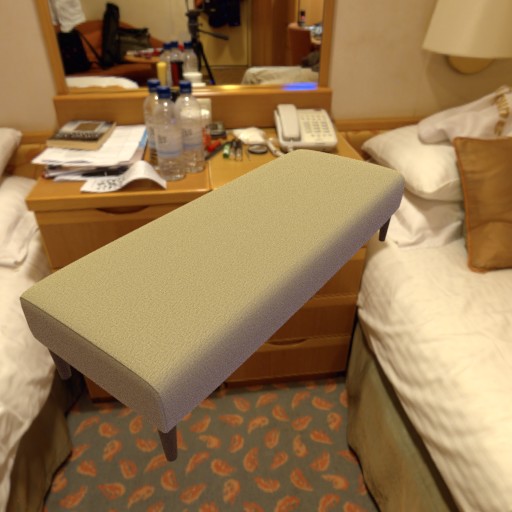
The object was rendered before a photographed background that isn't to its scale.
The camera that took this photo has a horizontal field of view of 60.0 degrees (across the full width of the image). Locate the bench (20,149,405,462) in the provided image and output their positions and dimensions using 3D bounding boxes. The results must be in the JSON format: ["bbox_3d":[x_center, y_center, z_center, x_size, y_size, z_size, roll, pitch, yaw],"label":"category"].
[{"bbox_3d":[0.000,0.000,1.804,0.646,0.393,1.609,22,38,30],"label":"bench"}]
